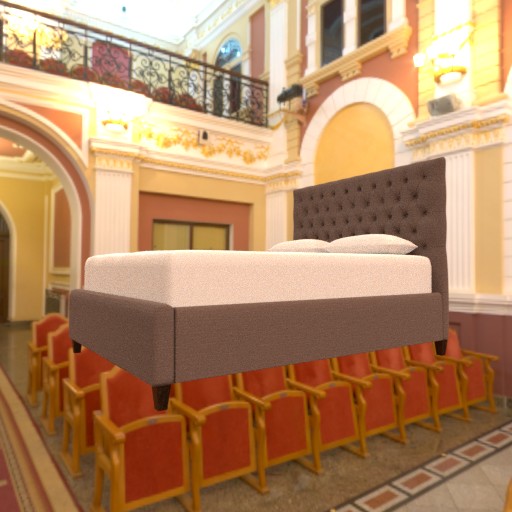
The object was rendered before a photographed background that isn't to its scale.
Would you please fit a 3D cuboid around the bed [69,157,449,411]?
[{"bbox_3d":[0.000,0.000,3.247,2.233,1.426,1.696,1,-2,-35],"label":"bed"}]
